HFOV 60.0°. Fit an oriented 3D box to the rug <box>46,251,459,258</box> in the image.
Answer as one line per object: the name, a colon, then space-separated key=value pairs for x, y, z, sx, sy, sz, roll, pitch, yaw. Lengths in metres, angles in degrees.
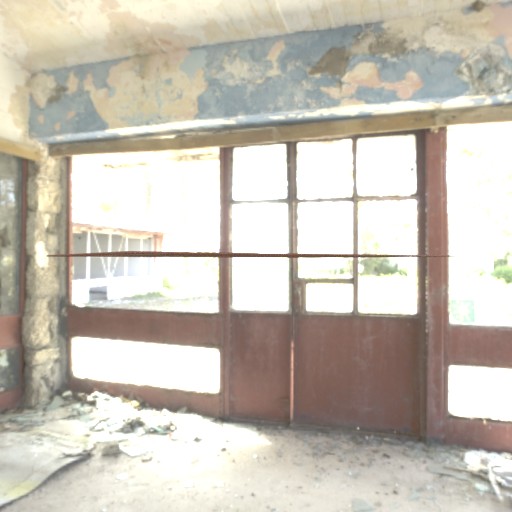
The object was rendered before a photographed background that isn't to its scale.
rug: x=0.000 y=0.000 z=2.348 sx=1.828 sy=0.007 sz=1.217 roll=0 pitch=-1 yaw=-35
